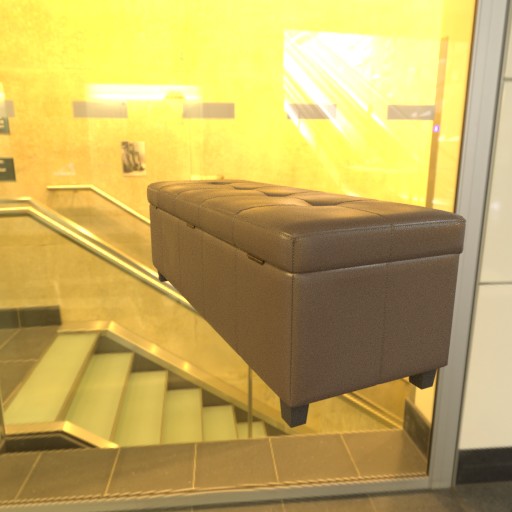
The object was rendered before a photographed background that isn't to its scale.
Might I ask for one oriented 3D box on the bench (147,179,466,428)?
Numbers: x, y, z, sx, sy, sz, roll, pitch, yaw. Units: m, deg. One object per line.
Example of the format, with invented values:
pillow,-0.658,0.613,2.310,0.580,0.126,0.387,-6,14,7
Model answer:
bench,0.000,0.000,1.415,0.450,0.417,1.219,-6,15,-24
